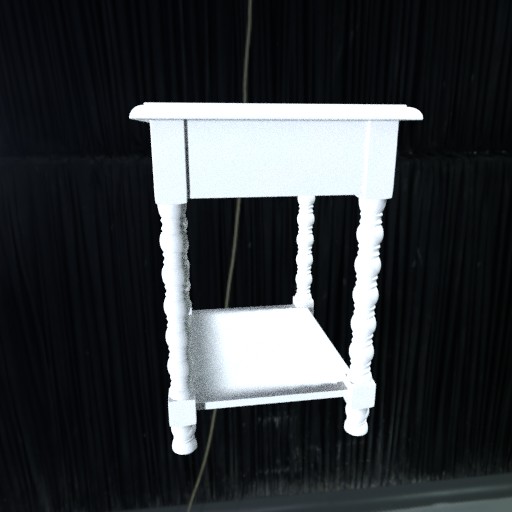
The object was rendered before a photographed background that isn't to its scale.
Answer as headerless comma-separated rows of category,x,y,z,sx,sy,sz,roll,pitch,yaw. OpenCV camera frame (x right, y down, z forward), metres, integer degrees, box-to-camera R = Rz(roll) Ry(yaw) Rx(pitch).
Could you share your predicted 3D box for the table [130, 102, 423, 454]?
table,0.000,0.000,0.850,0.381,0.531,0.460,-2,16,-8
